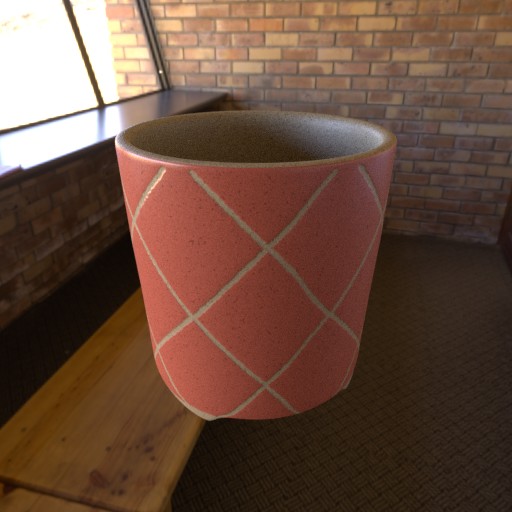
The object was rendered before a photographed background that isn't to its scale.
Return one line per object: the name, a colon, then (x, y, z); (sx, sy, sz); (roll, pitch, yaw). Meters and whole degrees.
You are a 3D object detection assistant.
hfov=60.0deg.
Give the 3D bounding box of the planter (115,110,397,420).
planter: (0.000, 0.000, 0.422); (0.227, 0.235, 0.227); (0, 26, 0)
